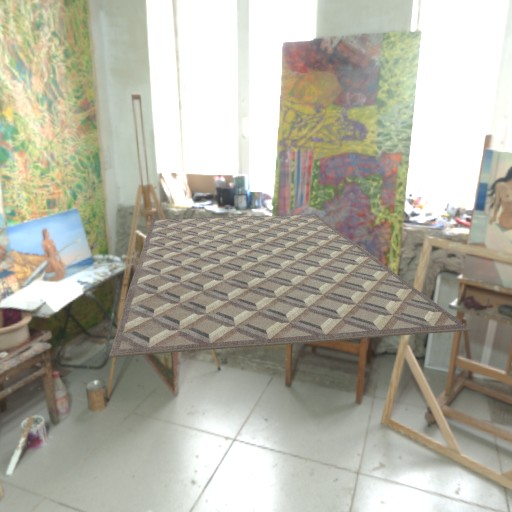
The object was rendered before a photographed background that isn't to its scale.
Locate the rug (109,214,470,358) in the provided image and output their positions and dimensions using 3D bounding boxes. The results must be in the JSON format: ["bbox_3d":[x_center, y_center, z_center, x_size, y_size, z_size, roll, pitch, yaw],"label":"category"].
[{"bbox_3d":[0.000,0.000,2.059,1.066,0.011,1.677,-3,18,-8],"label":"rug"}]
